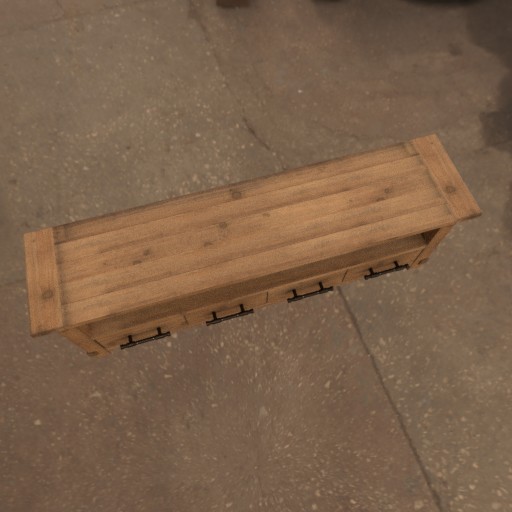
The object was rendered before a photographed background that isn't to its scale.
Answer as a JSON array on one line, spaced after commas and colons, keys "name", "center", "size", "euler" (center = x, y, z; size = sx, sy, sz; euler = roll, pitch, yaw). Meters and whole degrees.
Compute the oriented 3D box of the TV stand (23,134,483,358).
[{"name": "TV stand", "center": [0.000, 0.000, 2.036], "size": [1.804, 0.573, 0.453], "euler": [-15, 65, -7]}]
